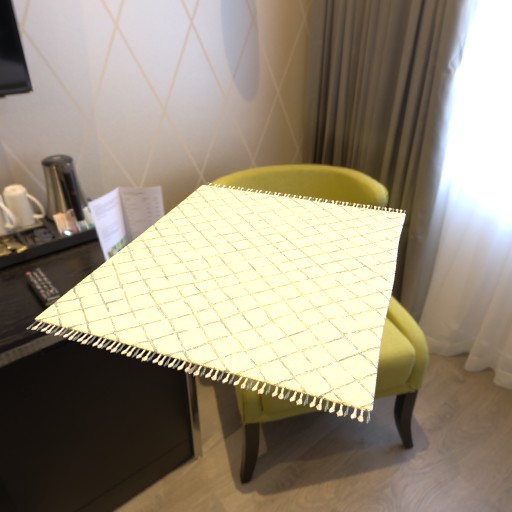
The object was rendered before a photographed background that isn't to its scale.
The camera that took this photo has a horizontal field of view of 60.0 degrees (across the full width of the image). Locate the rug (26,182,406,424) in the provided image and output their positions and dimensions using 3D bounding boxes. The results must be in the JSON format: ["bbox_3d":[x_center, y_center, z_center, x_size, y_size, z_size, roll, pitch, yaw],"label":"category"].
[{"bbox_3d":[0.000,0.000,4.782,2.892,0.036,3.585,11,32,17],"label":"rug"}]
